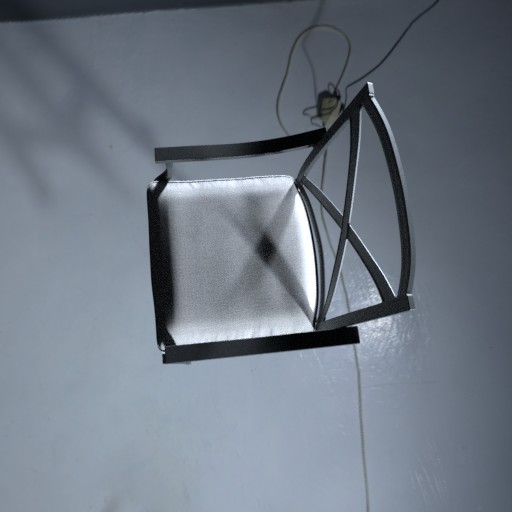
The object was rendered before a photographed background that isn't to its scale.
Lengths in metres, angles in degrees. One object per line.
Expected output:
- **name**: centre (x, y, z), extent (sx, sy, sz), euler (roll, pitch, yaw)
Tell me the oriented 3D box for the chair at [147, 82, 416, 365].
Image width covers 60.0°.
- **chair**: centre (0.000, 0.000, 1.307), extent (0.620, 0.889, 0.575), euler (-6, 76, -1)
